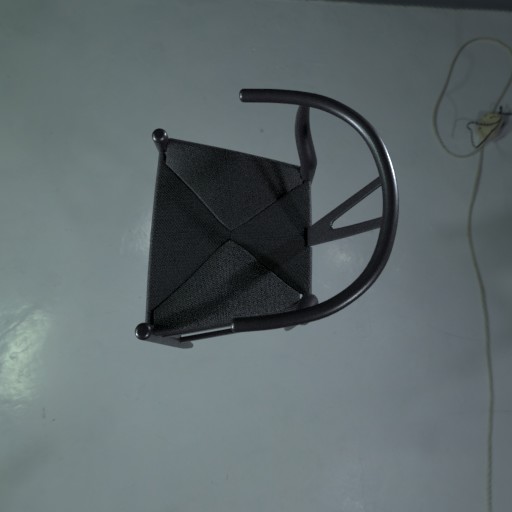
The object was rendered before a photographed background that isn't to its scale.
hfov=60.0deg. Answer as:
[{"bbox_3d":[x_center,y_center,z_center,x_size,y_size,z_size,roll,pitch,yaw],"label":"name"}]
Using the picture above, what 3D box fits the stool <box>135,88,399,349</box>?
[{"bbox_3d":[0.000,0.000,1.408,0.579,1.072,0.569,1,76,0],"label":"stool"}]
